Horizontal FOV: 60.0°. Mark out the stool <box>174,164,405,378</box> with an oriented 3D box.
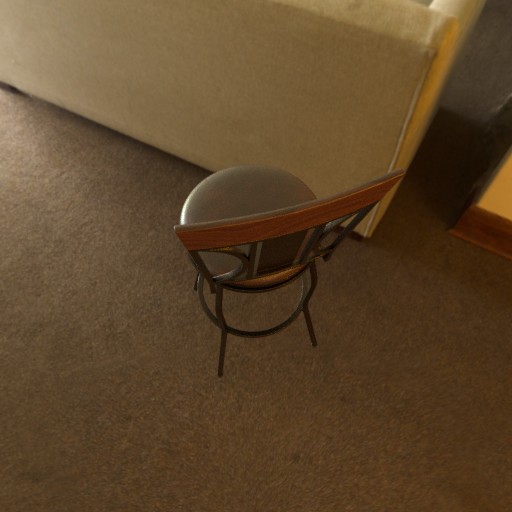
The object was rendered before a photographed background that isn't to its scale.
[{"bbox_3d":[0.000,0.000,1.405,0.448,1.130,0.513,-15,60,-9],"label":"stool"}]
